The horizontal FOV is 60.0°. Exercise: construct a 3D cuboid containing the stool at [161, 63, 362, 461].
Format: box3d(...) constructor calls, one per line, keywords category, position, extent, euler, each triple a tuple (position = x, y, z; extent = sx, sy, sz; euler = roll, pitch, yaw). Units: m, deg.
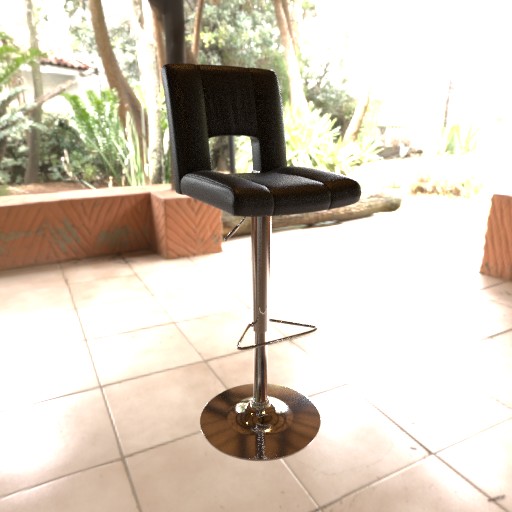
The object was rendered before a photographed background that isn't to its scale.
box3d(category="stool", position=(0.000, 0.000, 1.391), extent=(0.415, 1.151, 0.520), euler=(-9, 19, -27))
